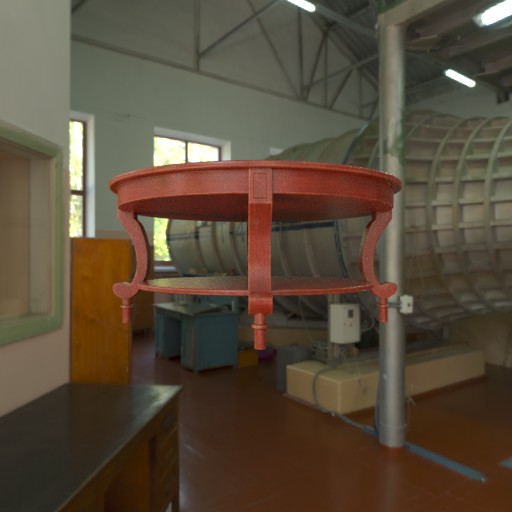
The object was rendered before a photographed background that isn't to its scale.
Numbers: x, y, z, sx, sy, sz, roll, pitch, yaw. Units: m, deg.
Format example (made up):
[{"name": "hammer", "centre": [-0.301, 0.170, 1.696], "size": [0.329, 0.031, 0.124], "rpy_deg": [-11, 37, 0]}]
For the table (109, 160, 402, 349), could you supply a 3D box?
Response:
[{"name": "table", "centre": [0.000, 0.000, 1.630], "size": [1.029, 0.486, 1.029], "rpy_deg": [0, 0, 0]}]
